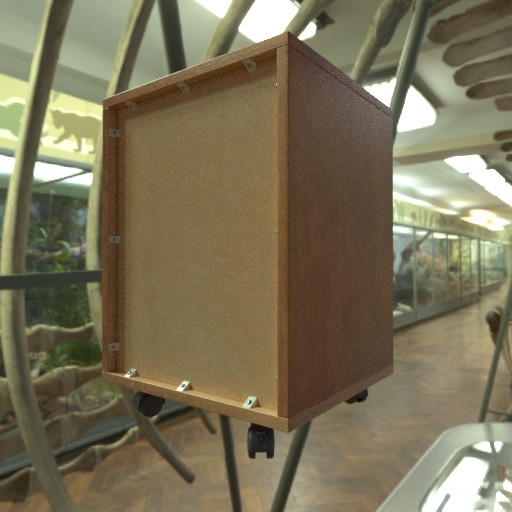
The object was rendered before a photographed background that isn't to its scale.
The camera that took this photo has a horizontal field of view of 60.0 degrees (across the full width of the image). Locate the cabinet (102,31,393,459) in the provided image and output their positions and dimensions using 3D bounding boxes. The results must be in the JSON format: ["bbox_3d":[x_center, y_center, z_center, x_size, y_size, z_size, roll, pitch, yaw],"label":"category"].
[{"bbox_3d":[0.000,0.000,0.854,0.409,0.579,0.401,0,-1,37],"label":"cabinet"}]
